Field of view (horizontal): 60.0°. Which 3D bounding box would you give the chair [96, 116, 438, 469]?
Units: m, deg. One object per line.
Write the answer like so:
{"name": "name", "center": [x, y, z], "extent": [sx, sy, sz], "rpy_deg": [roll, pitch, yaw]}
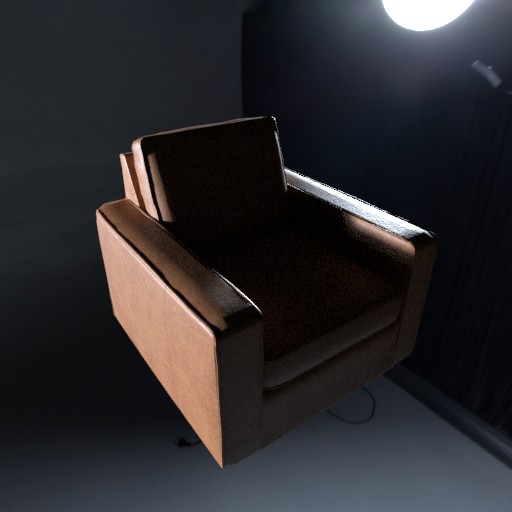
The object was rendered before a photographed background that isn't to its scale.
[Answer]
{"name": "chair", "center": [0.000, 0.000, 1.756], "extent": [0.987, 0.901, 1.027], "rpy_deg": [-22, 37, -32]}
